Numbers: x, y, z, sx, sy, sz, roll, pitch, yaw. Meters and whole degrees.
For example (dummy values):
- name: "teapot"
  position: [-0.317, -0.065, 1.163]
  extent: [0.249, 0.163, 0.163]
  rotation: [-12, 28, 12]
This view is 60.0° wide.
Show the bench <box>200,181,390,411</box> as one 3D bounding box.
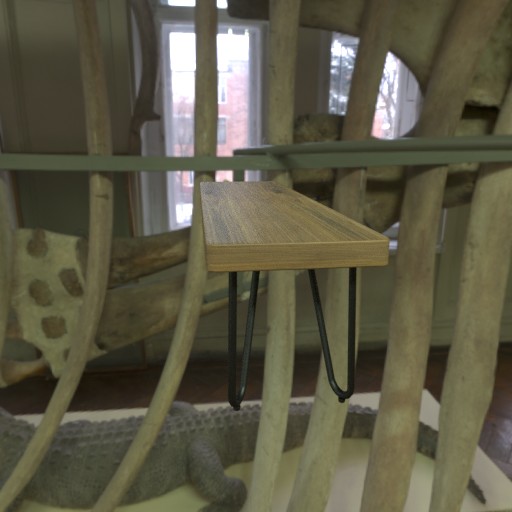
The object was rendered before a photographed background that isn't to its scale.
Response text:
- name: "bench"
  position: [0.000, 0.000, 1.785]
  extent: [0.425, 0.462, 1.570]
  rotation: [-2, 15, -7]
